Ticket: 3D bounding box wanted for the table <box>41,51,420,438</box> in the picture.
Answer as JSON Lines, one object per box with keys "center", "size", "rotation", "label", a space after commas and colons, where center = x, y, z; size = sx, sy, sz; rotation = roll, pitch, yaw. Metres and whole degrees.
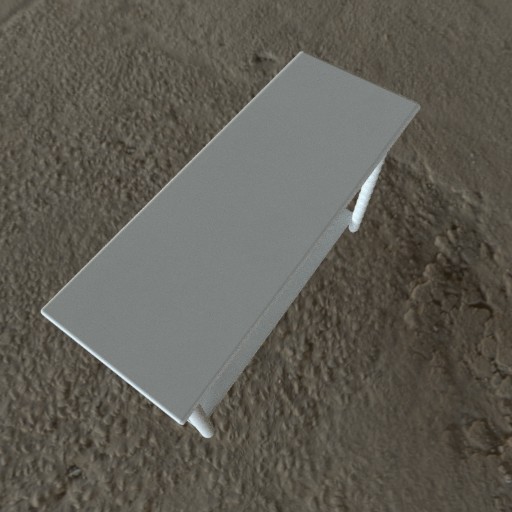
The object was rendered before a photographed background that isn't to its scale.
{"center": [0.000, 0.000, 1.561], "size": [0.459, 0.740, 1.184], "rotation": [32, 66, 16], "label": "table"}
